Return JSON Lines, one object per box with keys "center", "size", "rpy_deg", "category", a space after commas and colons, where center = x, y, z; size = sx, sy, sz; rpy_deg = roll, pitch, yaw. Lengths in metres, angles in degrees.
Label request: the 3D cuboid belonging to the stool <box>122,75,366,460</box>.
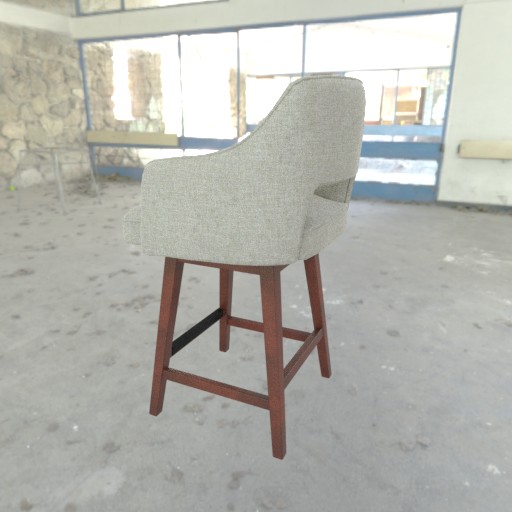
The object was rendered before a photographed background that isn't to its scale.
{"center": [0.000, 0.000, 1.288], "size": [0.558, 0.944, 0.599], "rpy_deg": [8, 19, 24], "category": "stool"}
